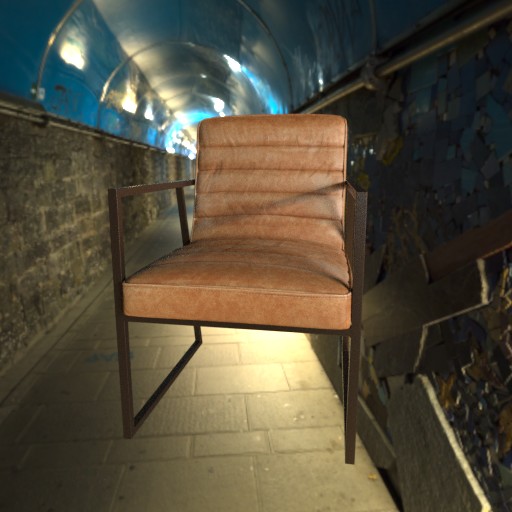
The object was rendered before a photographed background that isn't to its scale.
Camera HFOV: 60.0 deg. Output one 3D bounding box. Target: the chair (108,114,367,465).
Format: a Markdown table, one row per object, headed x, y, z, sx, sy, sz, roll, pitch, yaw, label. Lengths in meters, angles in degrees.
| x | y | z | sx | sy | sz | roll | pitch | yaw | label |
| --- | --- | --- | --- | --- | --- | --- | --- | --- | --- |
| 0.000 | 0.000 | 1.273 | 0.571 | 0.832 | 0.677 | 2 | 12 | 10 | chair |
